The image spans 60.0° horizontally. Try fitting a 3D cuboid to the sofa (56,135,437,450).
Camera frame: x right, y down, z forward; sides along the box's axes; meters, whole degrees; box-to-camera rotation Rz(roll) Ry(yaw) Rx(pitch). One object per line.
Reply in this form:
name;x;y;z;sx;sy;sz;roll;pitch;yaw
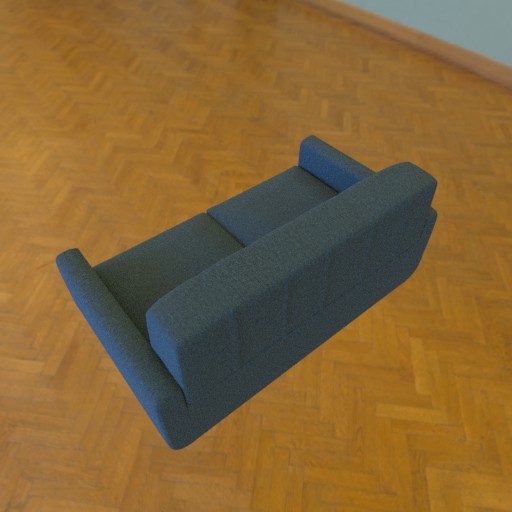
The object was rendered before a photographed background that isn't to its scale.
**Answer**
sofa;0.000;0.000;2.248;1.651;0.896;0.942;-30;54;-25
